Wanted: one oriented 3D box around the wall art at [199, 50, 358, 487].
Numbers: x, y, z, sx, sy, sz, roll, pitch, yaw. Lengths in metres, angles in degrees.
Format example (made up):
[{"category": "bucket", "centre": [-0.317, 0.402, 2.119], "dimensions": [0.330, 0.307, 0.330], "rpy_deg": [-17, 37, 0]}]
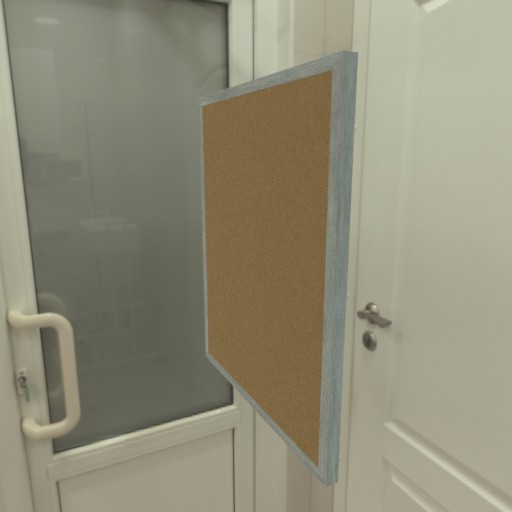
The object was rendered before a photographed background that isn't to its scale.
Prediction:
[{"category": "wall art", "centre": [0.000, 0.000, 0.785], "dimensions": [0.022, 0.582, 0.479], "rpy_deg": [-6, 14, -27]}]
